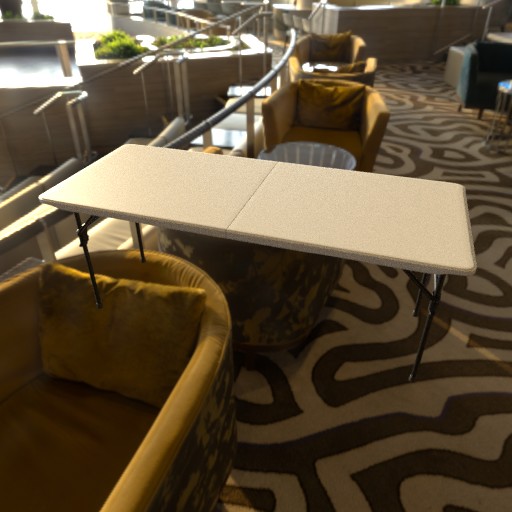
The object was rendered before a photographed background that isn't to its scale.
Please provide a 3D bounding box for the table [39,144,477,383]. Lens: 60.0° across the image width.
[{"bbox_3d":[0.000,0.000,2.230,1.829,0.719,0.761,10,35,15],"label":"table"}]
